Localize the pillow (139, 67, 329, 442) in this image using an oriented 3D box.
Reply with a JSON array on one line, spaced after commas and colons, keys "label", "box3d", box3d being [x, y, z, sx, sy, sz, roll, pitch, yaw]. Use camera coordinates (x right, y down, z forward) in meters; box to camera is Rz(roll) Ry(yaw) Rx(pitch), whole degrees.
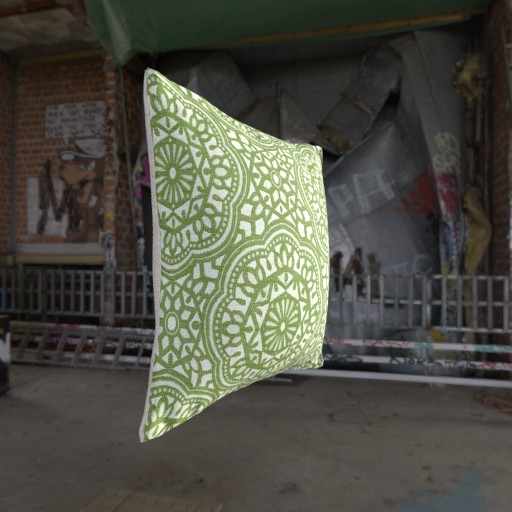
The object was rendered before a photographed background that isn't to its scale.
[{"label": "pillow", "box3d": [0.000, 0.000, 0.670, 0.162, 0.419, 0.440, 0, -1, 35]}]
